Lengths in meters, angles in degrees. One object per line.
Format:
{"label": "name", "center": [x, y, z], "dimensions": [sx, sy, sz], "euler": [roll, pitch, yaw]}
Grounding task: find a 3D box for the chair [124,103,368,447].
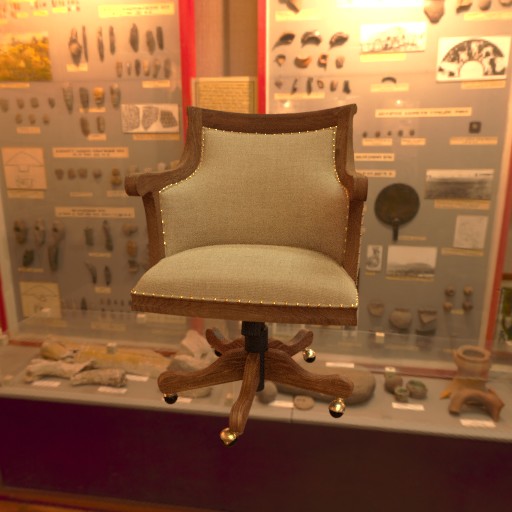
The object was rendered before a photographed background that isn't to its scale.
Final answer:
{"label": "chair", "center": [0.000, 0.000, 1.432], "dimensions": [0.656, 0.965, 0.689], "euler": [3, 15, 10]}
